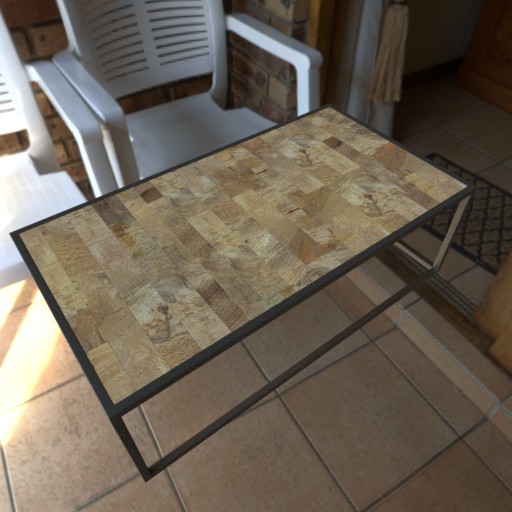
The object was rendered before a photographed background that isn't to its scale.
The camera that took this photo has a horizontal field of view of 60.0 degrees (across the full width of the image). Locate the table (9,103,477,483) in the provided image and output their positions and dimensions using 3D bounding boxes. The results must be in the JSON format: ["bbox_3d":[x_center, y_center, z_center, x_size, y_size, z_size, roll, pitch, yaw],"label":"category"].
[{"bbox_3d":[0.000,0.000,1.421,1.199,0.398,0.649,-29,53,-24],"label":"table"}]
